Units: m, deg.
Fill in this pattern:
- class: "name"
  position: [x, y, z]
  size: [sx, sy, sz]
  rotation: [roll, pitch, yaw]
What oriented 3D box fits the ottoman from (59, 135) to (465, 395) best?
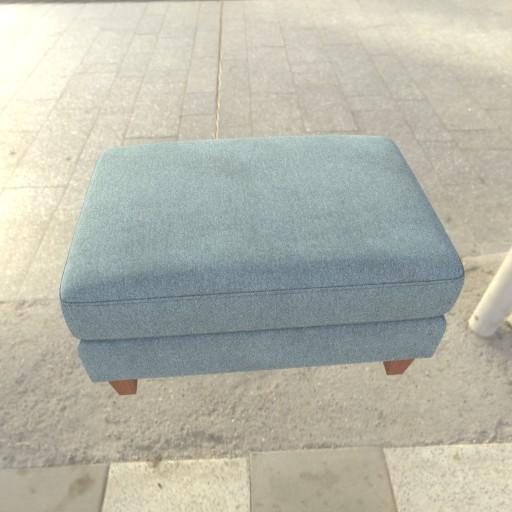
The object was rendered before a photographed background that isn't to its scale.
- class: "ottoman"
  position: [0.000, 0.000, 1.207]
  size: [0.864, 0.483, 0.584]
  rotation: [-3, 46, -3]
